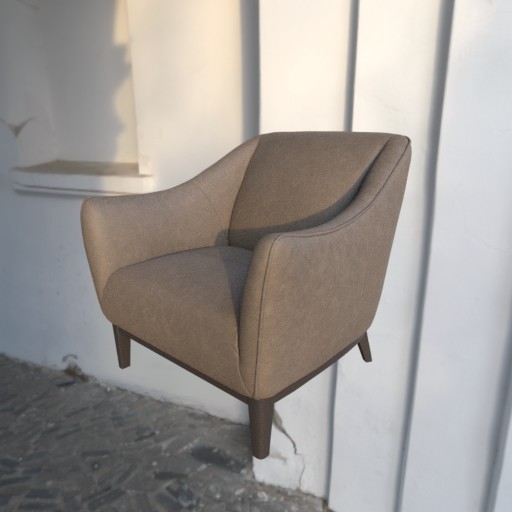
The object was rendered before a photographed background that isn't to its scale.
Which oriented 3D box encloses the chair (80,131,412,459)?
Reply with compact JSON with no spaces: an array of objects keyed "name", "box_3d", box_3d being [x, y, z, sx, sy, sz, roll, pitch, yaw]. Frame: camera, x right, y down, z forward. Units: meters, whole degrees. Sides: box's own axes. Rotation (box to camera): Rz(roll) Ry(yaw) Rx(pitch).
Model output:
[{"name":"chair","box_3d":[0.000,0.000,1.534,0.871,0.830,0.852,14,21,41]}]
